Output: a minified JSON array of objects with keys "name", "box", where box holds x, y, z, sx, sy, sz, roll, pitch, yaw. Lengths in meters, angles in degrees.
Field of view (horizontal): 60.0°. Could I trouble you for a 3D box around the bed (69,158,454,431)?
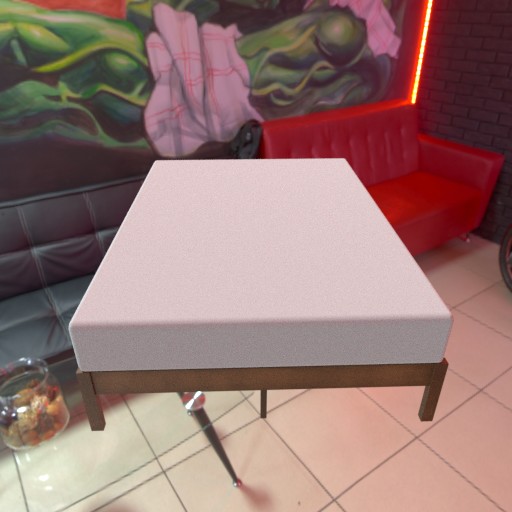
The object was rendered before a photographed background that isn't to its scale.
[{"name":"bed","box":[0.000,0.000,2.725,1.529,0.593,2.050,-1,30,-2]}]
